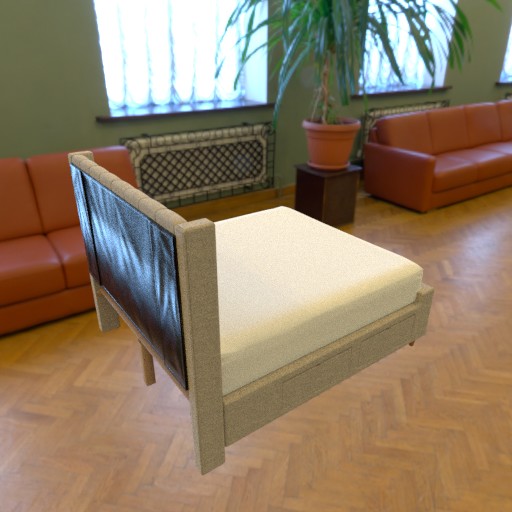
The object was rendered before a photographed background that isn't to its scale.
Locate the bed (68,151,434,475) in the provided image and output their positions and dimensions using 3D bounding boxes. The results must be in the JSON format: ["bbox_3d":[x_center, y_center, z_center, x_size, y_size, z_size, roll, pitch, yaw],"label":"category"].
[{"bbox_3d":[0.000,0.000,3.867,2.372,1.748,2.044,-17,31,-32],"label":"bed"}]
